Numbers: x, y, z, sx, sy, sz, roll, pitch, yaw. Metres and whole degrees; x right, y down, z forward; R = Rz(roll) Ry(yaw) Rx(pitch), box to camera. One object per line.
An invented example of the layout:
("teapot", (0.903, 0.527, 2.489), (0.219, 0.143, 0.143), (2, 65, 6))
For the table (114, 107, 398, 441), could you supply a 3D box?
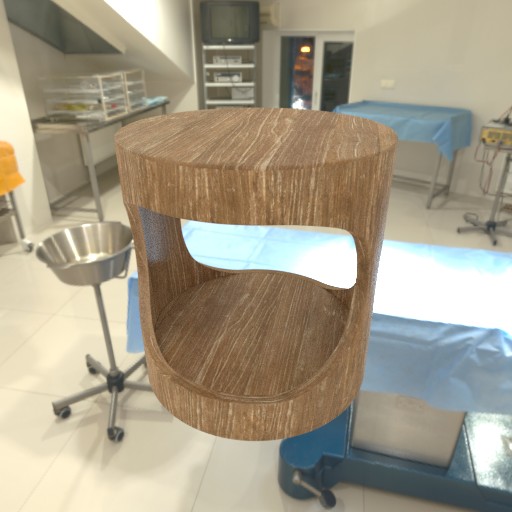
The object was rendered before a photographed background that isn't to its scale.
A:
("table", (0.000, 0.000, 0.980), (0.527, 0.551, 0.527), (0, 27, 0))
